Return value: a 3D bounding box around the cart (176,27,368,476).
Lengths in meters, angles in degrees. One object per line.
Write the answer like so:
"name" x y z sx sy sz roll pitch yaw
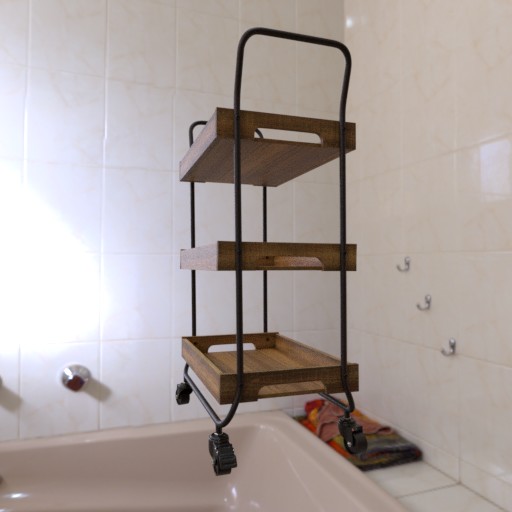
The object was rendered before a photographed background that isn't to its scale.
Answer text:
"cart" 0.000 0.000 1.131 0.339 0.857 0.583 0 -1 -18
